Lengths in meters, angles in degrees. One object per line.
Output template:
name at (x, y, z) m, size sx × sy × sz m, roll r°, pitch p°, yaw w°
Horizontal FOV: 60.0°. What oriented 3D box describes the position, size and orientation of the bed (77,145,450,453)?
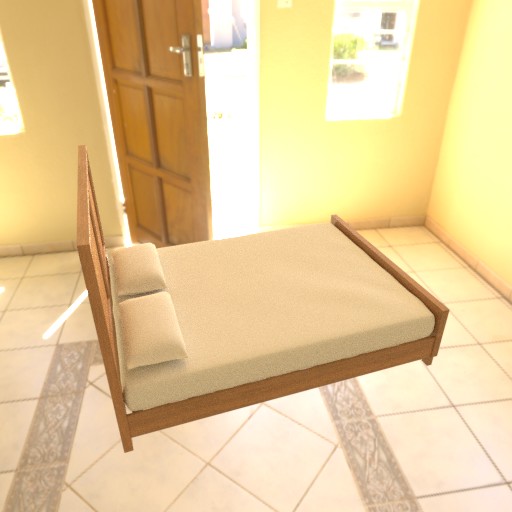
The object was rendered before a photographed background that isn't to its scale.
bed at (0.000, 0.000, 3.221) m, size 2.184 × 1.387 × 1.606 m, roll -10°, pitch 31°, yaw -16°
